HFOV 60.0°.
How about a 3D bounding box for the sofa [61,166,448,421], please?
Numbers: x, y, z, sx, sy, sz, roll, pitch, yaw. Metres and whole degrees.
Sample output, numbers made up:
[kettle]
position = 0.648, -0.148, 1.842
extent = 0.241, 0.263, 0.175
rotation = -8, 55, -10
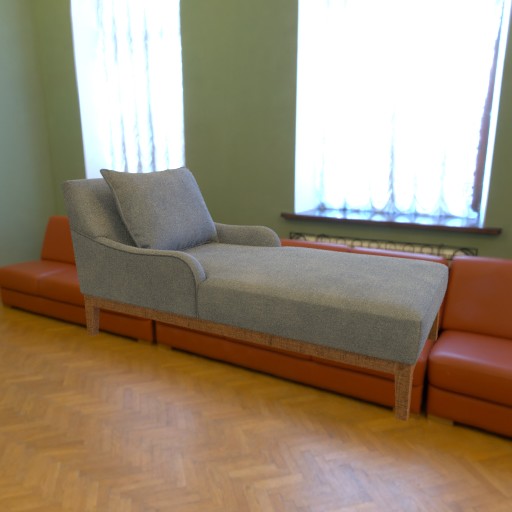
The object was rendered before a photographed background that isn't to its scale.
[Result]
[sofa]
position = 0.000, 0.000, 2.290
extent = 1.779, 0.883, 0.904
rotation = 7, 15, 28
